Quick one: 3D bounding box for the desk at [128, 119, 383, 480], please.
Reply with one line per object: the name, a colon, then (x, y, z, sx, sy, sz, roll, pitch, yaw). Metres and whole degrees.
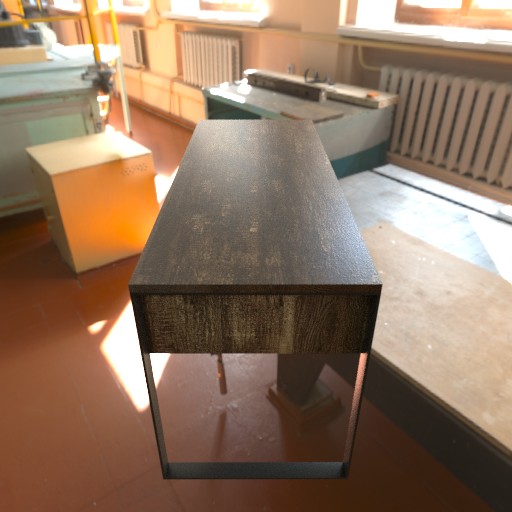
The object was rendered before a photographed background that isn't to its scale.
desk: (0.000, 0.000, 1.883, 0.599, 0.762, 1.524, 0, 31, 0)
